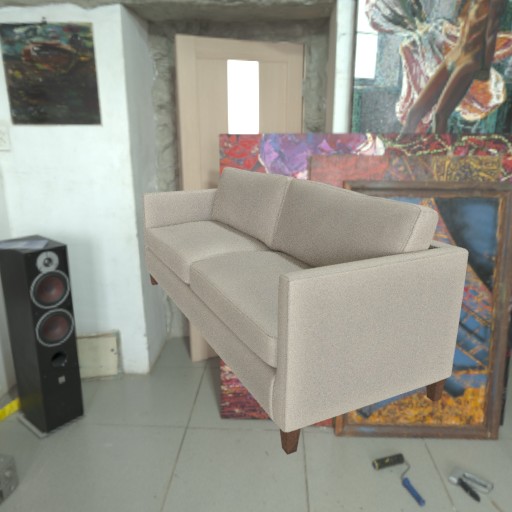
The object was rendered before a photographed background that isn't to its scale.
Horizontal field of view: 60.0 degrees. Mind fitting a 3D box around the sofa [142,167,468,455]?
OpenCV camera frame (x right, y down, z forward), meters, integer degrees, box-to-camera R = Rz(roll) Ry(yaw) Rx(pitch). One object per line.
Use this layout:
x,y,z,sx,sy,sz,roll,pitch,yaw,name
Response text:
0.000,0.000,2.815,0.951,0.968,2.361,-8,18,-25,sofa
